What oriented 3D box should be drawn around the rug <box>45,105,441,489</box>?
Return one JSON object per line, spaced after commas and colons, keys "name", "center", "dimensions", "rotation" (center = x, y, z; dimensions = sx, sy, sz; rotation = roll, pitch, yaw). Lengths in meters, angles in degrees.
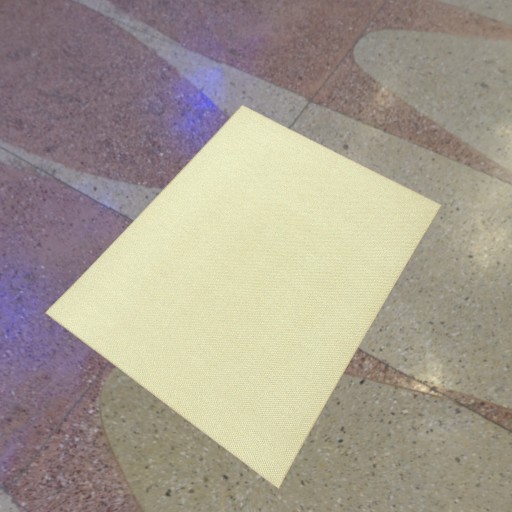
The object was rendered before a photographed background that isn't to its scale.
{"name": "rug", "center": [0.000, 0.000, 4.183], "dimensions": [2.462, 0.018, 3.039], "rotation": [31, 67, 15]}
